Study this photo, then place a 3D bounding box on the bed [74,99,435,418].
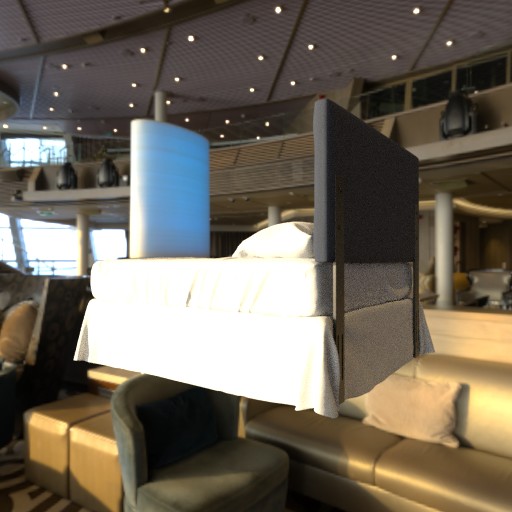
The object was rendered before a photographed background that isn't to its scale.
[{"bbox_3d":[0.000,0.000,3.469,2.222,1.577,1.936,0,-1,36],"label":"bed"}]
